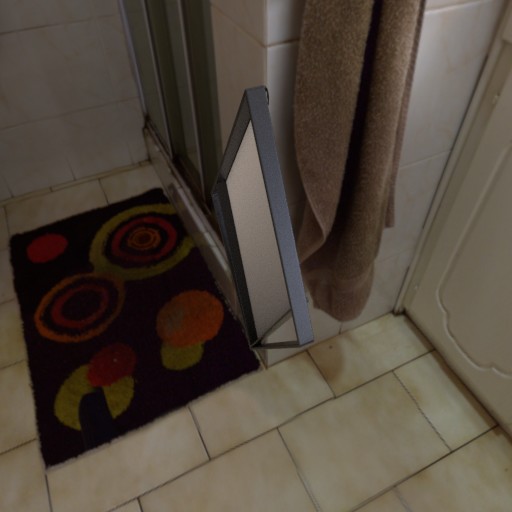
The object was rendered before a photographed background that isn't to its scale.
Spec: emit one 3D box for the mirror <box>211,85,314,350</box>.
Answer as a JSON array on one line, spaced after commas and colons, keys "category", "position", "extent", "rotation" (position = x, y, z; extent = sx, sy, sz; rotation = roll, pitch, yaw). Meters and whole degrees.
[{"category": "mirror", "position": [0.000, 0.000, 0.848], "extent": [0.032, 0.679, 0.419], "rotation": [-18, 51, -16]}]
